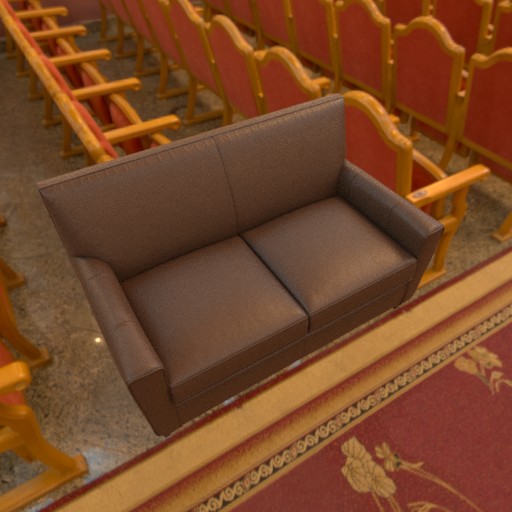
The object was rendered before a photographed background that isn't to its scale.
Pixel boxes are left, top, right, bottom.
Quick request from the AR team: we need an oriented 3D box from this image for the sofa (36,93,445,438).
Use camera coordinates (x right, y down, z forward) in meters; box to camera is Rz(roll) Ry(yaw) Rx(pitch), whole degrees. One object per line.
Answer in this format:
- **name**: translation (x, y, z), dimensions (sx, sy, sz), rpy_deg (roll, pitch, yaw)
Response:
- **sofa**: translation (0.000, 0.000, 2.012), dimensions (1.468, 0.859, 0.853), rpy_deg (-23, 50, -22)
